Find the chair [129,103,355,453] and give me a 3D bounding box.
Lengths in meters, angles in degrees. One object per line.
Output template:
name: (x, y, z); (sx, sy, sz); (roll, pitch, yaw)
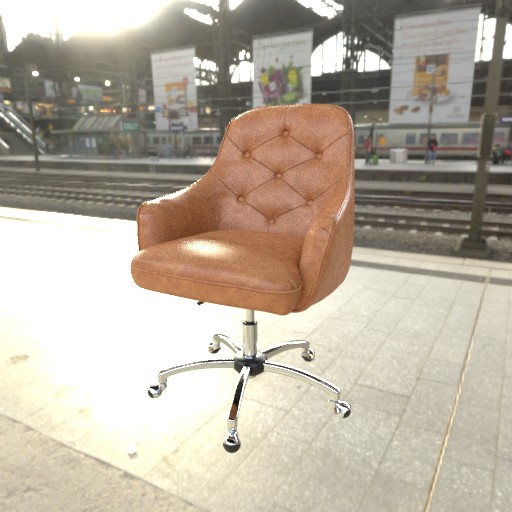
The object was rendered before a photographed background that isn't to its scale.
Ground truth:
chair: (0.000, 0.000, 1.332); (0.628, 0.909, 0.615); (7, 16, 27)
